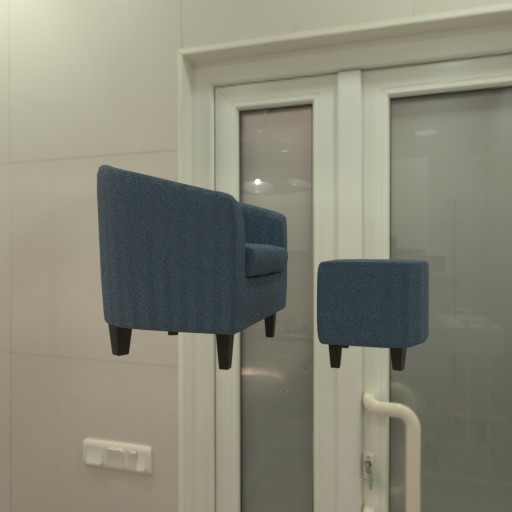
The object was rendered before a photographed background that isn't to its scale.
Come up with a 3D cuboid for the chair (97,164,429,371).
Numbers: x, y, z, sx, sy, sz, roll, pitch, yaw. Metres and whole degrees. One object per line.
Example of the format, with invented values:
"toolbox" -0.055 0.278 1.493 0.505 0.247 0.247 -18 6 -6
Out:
"chair" 0.000 0.000 1.768 1.288 0.757 0.756 0 1 17
